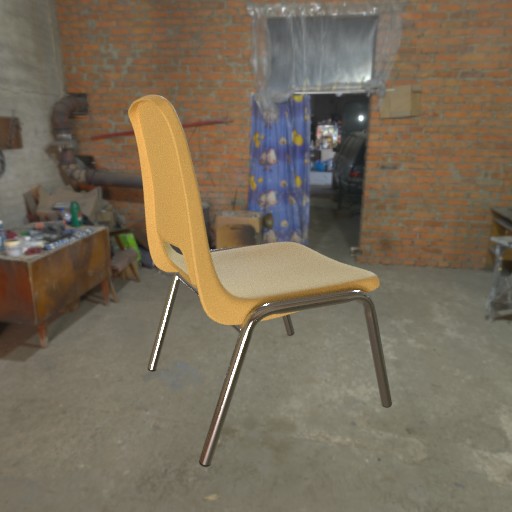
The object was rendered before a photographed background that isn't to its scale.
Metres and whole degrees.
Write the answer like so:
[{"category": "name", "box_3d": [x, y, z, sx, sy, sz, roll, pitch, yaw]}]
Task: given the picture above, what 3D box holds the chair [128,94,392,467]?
[{"category": "chair", "box_3d": [0.000, 0.000, 0.805, 0.385, 0.536, 0.354, -8, 17, -26]}]
